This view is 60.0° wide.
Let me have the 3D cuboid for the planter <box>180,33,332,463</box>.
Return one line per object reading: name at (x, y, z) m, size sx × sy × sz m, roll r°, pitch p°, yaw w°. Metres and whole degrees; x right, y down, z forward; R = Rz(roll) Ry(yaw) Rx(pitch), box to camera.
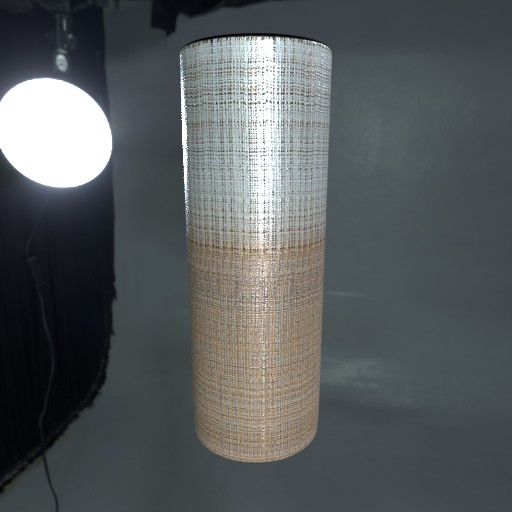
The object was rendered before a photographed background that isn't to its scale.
planter at (0.000, 0.000, 0.325) m, size 0.099 × 0.278 × 0.099 m, roll 2°, pitch 14°, yaw 10°
